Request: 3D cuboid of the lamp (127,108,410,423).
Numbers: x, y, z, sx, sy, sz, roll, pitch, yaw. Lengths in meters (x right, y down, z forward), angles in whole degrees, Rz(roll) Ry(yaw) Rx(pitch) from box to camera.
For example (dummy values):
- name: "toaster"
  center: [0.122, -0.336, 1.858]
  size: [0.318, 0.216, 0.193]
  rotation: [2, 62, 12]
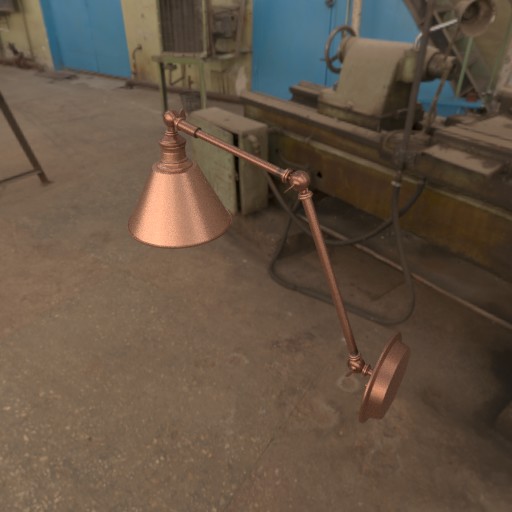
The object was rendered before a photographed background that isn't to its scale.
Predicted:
- name: "lamp"
  center: [0.000, 0.000, 0.872]
  size: [0.624, 0.502, 0.223]
  rotation: [21, 39, 29]
